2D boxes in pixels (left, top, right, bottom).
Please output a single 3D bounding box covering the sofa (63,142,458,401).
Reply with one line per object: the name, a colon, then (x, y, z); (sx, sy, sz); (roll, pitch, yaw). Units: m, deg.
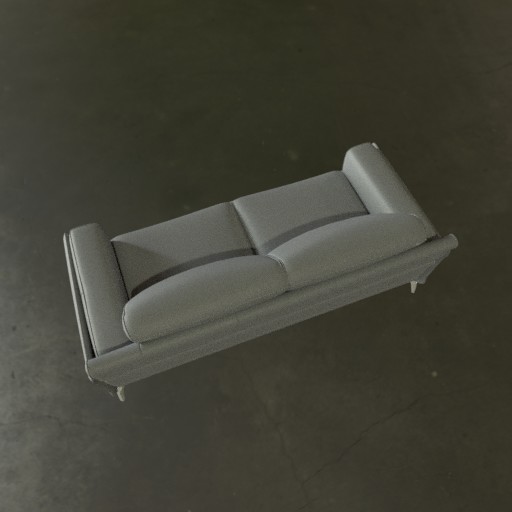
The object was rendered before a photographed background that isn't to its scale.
sofa: (0.000, 0.000, 2.657); (2.100, 0.900, 0.969); (-18, 60, -11)
